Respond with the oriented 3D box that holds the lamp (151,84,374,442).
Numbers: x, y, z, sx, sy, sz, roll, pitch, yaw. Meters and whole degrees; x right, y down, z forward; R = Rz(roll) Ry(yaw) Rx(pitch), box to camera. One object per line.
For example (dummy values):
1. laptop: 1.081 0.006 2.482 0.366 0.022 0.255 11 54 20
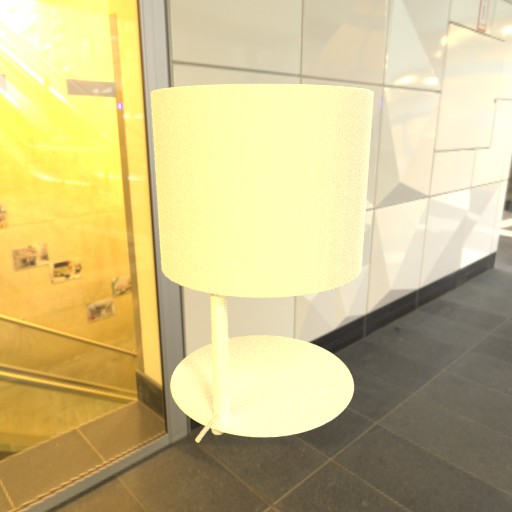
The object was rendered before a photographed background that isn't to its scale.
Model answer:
1. lamp: 0.000 0.000 0.658 0.299 0.454 0.341 8 18 26
